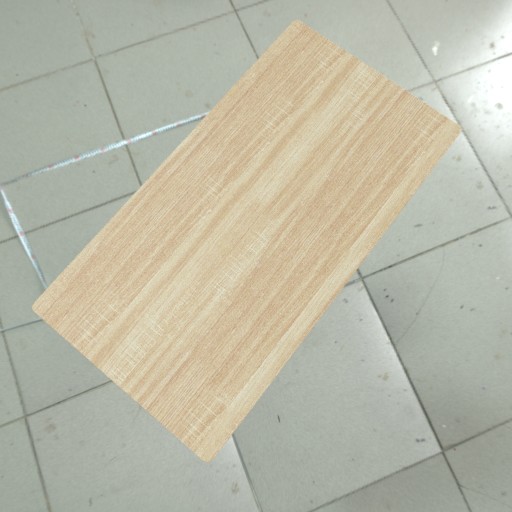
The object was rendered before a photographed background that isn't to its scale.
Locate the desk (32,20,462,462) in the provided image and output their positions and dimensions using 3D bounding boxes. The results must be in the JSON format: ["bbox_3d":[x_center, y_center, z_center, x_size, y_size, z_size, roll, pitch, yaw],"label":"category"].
[{"bbox_3d":[0.000,0.000,1.312,0.480,0.770,0.884,38,79,9],"label":"desk"}]
